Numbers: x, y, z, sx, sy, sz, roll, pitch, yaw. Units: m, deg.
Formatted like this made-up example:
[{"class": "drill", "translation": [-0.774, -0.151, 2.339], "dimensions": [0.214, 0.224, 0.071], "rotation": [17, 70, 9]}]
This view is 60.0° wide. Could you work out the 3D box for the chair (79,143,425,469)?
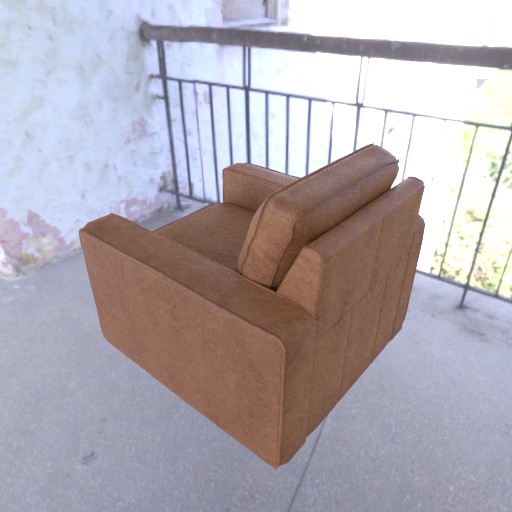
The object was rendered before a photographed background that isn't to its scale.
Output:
[{"class": "chair", "translation": [0.000, 0.000, 1.766], "dimensions": [1.027, 0.901, 0.987], "rotation": [22, 38, 31]}]
